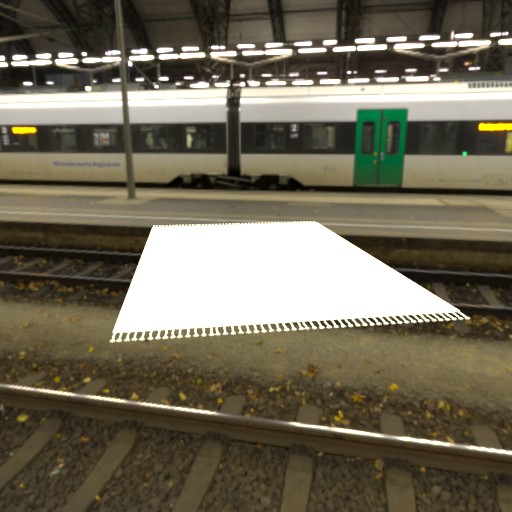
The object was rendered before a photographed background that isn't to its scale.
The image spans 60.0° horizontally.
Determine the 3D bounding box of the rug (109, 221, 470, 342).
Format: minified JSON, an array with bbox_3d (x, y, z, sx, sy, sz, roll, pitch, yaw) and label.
[{"bbox_3d":[0.000,0.000,2.990,1.524,0.010,2.438,-2,15,-8],"label":"rug"}]
